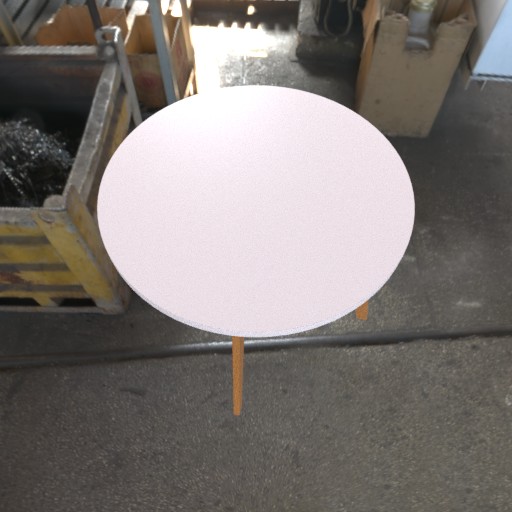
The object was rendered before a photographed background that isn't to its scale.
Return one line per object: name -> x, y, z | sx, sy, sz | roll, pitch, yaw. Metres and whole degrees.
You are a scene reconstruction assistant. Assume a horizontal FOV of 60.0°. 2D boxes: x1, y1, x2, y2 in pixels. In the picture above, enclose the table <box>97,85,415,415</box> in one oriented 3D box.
table -> 0.000, 0.000, 1.595 | 0.896, 0.762, 0.896 | 0, 58, 0
